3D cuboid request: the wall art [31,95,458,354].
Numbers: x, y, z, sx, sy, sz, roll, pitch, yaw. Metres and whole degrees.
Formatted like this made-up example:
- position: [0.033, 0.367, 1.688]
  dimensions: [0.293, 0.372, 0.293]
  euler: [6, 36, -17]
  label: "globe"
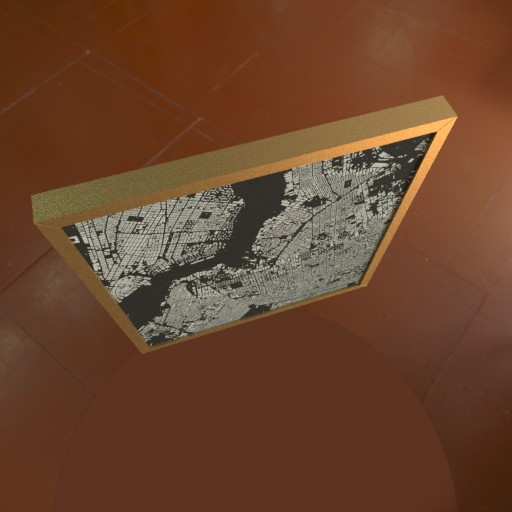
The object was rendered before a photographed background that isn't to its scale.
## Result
- position: [0.000, 0.000, 1.871]
  dimensions: [1.284, 1.284, 0.095]
  euler: [-16, 63, -8]
  label: "wall art"
